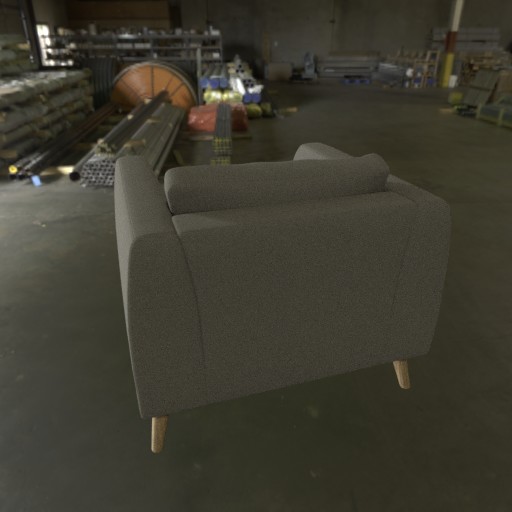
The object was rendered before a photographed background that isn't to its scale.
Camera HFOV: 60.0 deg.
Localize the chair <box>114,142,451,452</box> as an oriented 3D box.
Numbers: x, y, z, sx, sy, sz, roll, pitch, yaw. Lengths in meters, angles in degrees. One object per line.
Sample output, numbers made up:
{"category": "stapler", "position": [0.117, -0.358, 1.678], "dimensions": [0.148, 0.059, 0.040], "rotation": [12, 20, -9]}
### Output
{"category": "chair", "position": [0.000, 0.000, 1.700], "dimensions": [1.000, 0.860, 0.930], "rotation": [-8, 27, -16]}
